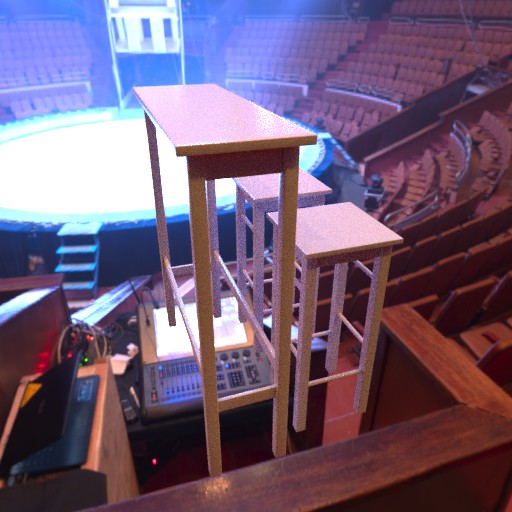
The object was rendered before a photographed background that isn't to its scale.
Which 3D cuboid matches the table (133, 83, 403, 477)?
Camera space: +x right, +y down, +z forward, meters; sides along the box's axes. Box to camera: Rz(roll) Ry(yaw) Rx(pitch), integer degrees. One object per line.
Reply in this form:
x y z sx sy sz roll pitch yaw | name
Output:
0.000 0.000 1.600 0.650 1.065 0.915 -9 29 -17 | table
